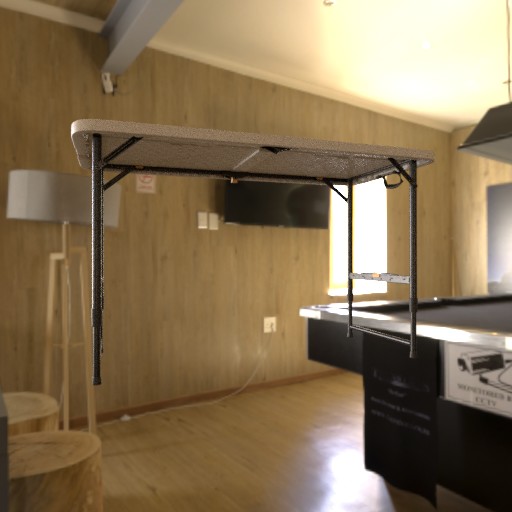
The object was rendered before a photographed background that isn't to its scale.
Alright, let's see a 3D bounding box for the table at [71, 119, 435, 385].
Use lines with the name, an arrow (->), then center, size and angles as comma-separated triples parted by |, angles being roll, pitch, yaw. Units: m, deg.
table -> 0.000, 0.000, 1.652 | 1.245, 0.737, 0.611 | 0, 0, -18
